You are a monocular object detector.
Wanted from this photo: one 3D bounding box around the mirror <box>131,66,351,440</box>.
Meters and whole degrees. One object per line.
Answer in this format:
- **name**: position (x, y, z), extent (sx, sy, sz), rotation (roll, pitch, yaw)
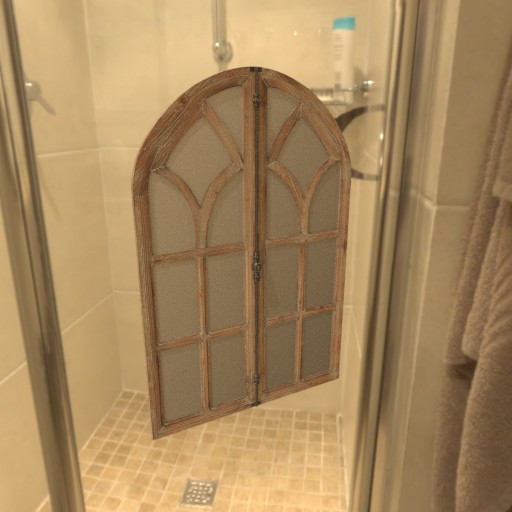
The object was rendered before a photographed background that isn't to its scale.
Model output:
- **mirror**: position (0.000, 0.000, 1.158), extent (0.609, 0.915, 0.032), rotation (-9, 19, -27)
